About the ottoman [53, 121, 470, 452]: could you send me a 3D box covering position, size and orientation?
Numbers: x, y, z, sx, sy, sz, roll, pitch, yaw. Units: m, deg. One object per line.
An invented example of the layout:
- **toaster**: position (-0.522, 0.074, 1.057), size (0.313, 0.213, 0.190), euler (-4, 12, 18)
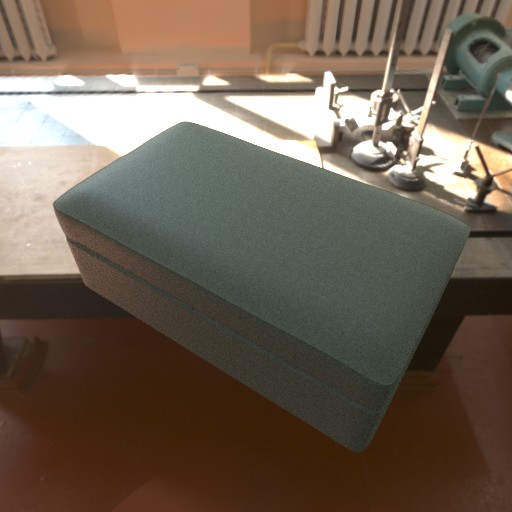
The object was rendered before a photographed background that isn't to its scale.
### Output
- **ottoman**: position (0.000, 0.000, 1.528), size (1.173, 0.494, 0.681), euler (25, 50, 23)
